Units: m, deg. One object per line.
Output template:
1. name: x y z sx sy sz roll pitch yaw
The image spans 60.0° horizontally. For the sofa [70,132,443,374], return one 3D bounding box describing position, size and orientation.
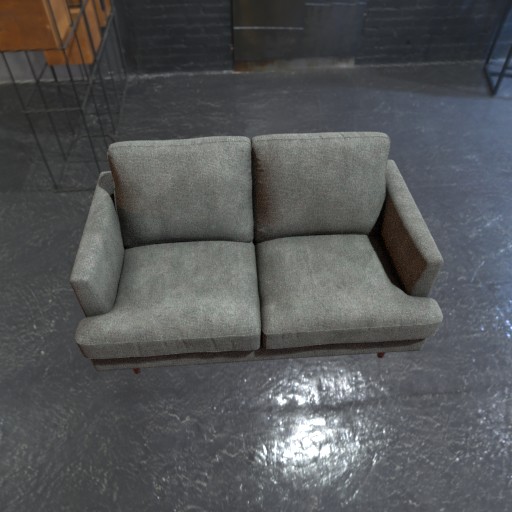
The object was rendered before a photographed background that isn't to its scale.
1. sofa: 0.000 0.000 2.166 1.582 0.956 0.903 -3 46 -3
